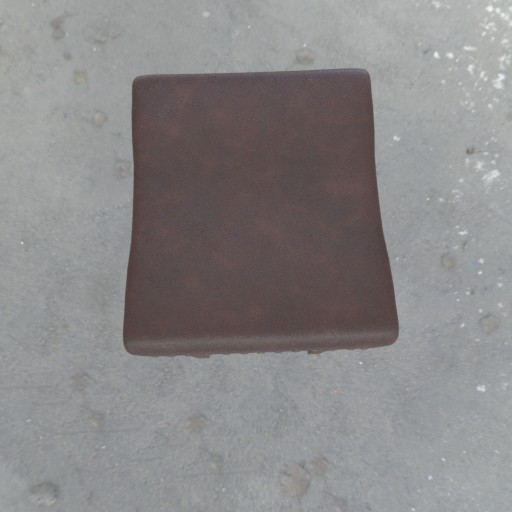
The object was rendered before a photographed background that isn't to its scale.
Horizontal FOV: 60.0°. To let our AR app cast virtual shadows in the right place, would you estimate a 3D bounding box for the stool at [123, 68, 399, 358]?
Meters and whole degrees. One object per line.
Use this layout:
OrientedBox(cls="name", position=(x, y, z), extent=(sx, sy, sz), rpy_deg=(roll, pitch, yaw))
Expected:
OrientedBox(cls="stool", position=(0.000, 0.000, 1.045), extent=(0.401, 0.769, 0.465), rpy_deg=(-2, 76, -1))
